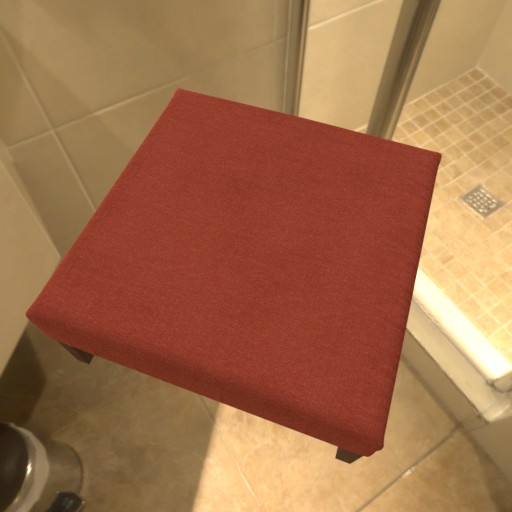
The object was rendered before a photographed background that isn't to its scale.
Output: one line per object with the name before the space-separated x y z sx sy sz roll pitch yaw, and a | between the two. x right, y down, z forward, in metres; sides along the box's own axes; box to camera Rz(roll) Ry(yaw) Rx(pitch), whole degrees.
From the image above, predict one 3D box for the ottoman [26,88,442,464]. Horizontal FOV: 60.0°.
ottoman | 0.000 0.000 1.348 0.890 0.411 0.889 17 61 10
